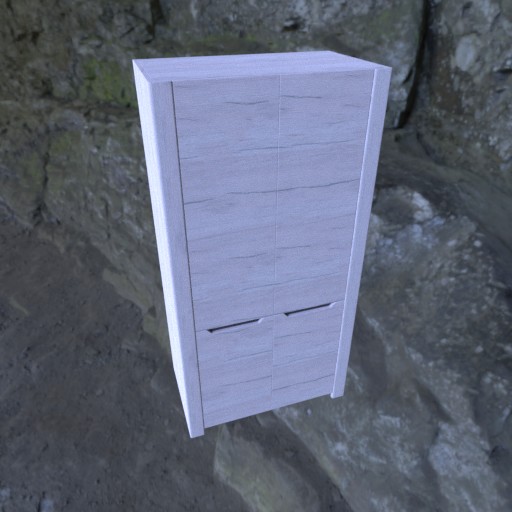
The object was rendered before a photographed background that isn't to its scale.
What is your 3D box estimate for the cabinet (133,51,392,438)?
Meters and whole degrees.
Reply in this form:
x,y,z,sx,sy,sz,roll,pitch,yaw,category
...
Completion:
x,y,z,sx,sy,sz,roll,pitch,yaw,category
0.000,0.000,2.399,0.980,1.930,0.580,-10,33,-16,cabinet
